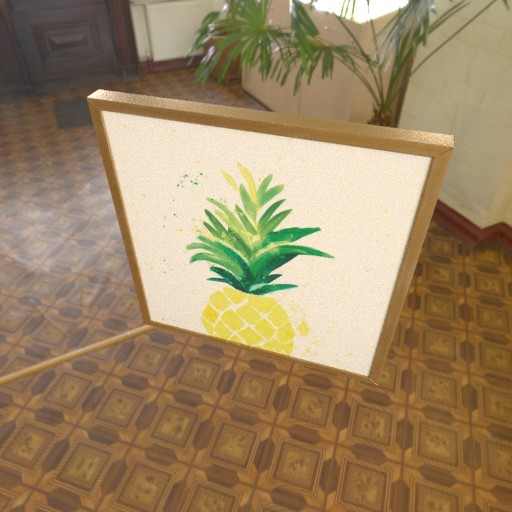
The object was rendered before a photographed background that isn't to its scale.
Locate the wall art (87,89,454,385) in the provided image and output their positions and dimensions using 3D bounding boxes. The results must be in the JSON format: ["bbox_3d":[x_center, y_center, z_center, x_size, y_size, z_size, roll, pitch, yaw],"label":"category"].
[{"bbox_3d":[0.000,0.000,0.770,0.510,0.509,0.033,12,43,13],"label":"wall art"}]
